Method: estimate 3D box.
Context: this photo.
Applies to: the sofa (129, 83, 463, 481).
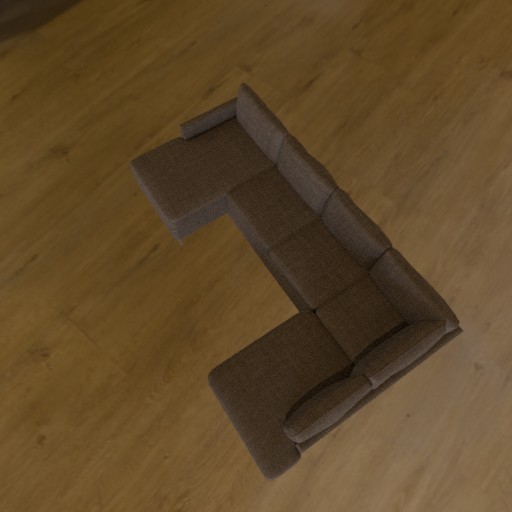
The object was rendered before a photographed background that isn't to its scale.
[{"bbox_3d":[0.000,0.000,4.345,2.048,0.999,3.423,-31,68,-14],"label":"sofa"}]
